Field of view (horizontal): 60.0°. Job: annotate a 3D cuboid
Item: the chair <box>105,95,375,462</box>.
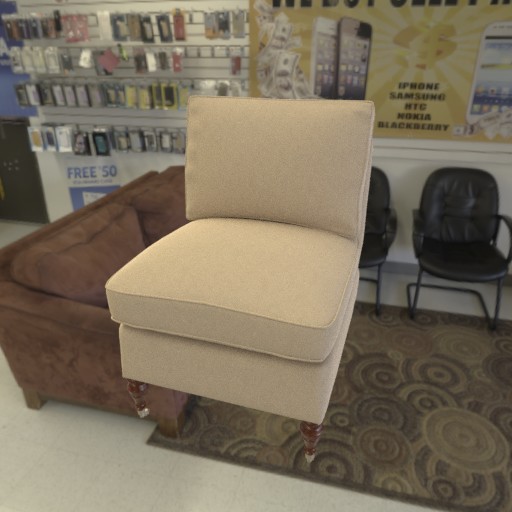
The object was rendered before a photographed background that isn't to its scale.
[{"bbox_3d":[0.000,0.000,1.623,0.724,1.052,0.912,8,26,16],"label":"chair"}]
